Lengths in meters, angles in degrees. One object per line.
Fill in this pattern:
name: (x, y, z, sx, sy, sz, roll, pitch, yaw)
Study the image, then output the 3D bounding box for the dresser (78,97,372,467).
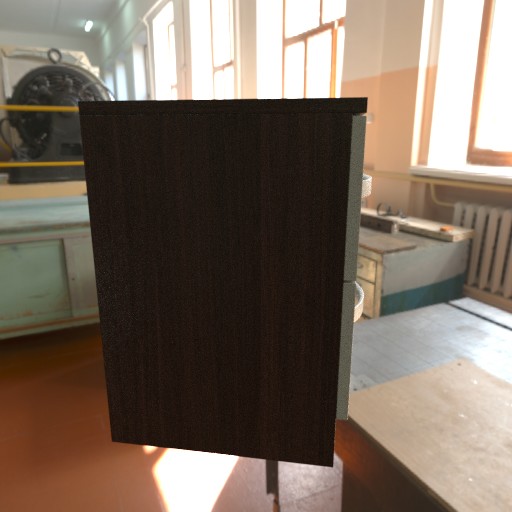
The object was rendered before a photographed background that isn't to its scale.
dresser: (0.000, 0.000, 0.746, 0.360, 0.470, 0.400, 2, 15, 9)
